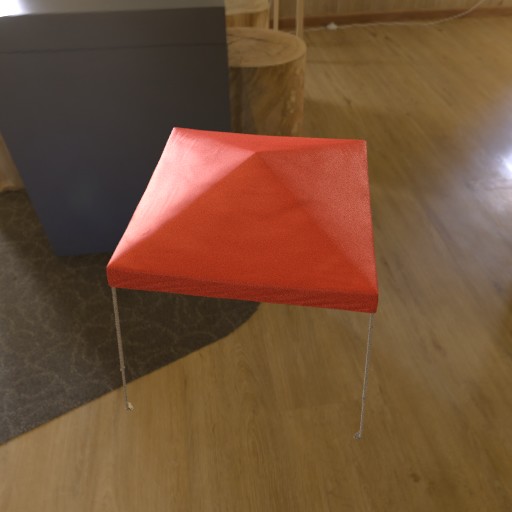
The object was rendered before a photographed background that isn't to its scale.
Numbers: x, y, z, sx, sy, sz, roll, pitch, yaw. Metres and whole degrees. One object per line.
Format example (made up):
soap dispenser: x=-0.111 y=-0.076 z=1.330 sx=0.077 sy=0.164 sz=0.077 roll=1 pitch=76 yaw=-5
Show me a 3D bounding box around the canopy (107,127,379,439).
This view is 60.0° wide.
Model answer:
canopy: x=0.000 y=0.000 z=5.226 sx=2.850 sy=2.850 sz=2.849 roll=5 pitch=47 yaw=5
